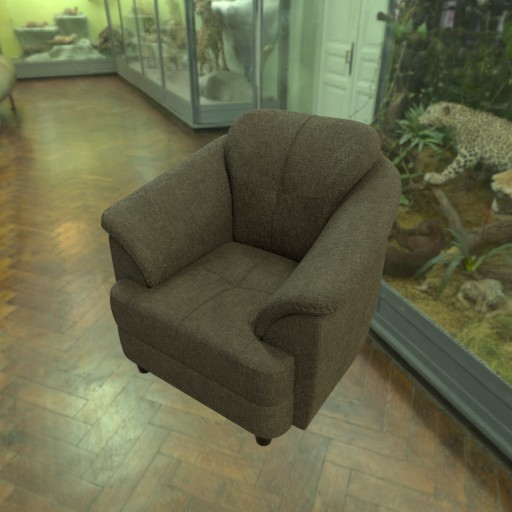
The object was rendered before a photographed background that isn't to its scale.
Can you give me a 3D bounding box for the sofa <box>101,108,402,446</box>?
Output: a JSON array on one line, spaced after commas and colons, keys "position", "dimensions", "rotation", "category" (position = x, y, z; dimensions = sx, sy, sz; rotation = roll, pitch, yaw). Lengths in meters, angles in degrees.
[{"position": [0.000, 0.000, 1.505], "dimensions": [0.870, 0.811, 0.794], "rotation": [19, 35, 30], "category": "sofa"}]
